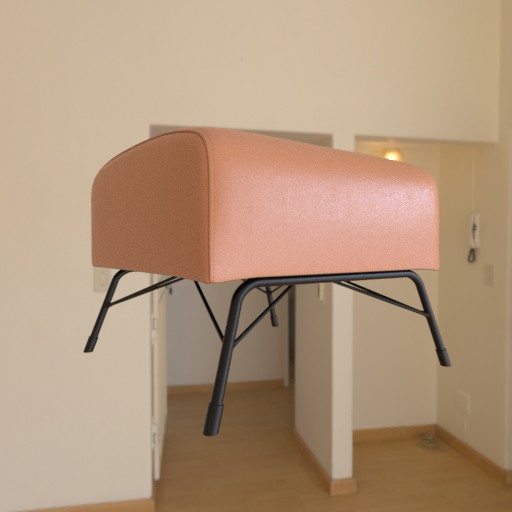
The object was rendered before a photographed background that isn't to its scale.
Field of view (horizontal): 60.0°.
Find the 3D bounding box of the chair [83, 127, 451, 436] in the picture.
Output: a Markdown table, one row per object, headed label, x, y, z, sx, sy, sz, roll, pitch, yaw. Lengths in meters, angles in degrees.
| label | x | y | z | sx | sy | sz | roll | pitch | yaw |
| --- | --- | --- | --- | --- | --- | --- | --- | --- | --- |
| chair | 0.000 | 0.000 | 0.885 | 0.530 | 0.410 | 0.530 | -1 | 1 | -36 |
